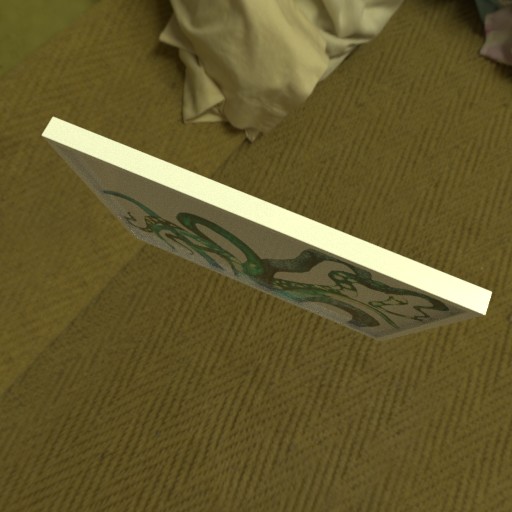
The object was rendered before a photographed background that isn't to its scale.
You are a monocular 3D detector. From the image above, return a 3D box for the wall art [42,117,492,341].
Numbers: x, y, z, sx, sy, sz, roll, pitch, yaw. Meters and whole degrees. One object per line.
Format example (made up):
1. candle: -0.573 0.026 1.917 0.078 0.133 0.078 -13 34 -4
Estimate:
1. wall art: 0.000 0.000 1.344 1.041 0.787 0.053 22 76 6
